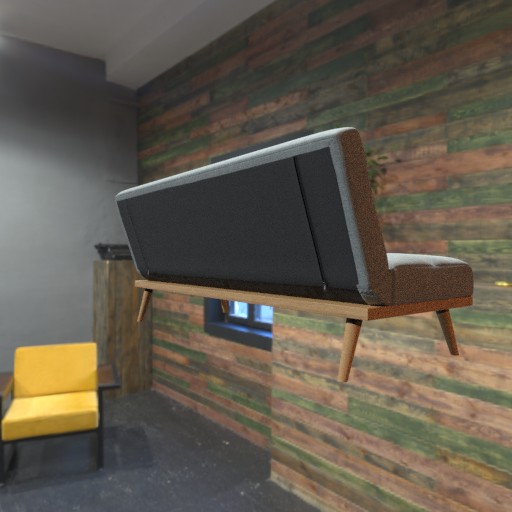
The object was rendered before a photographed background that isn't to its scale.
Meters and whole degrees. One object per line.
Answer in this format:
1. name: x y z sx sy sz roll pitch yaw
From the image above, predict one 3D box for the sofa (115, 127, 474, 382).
1. sofa: 0.000 0.000 2.226 0.800 0.800 1.820 0 0 -38
